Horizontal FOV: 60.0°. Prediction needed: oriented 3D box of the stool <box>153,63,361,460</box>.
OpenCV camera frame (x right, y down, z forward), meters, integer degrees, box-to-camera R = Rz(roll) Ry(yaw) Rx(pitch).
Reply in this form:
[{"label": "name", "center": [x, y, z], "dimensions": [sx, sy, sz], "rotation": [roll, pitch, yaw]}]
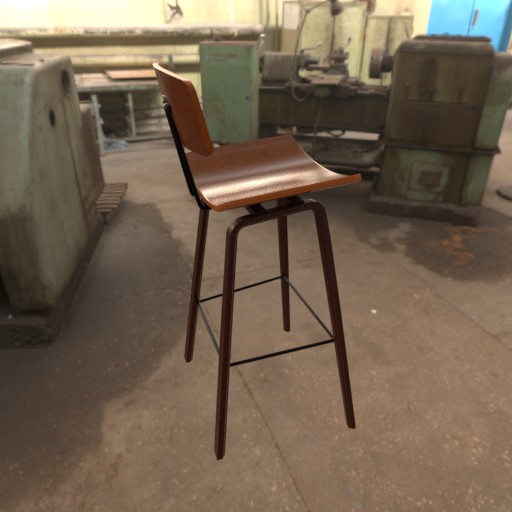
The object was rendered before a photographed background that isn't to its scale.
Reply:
[{"label": "stool", "center": [0.000, 0.000, 1.214], "dimensions": [0.440, 0.969, 0.509], "rotation": [-10, 30, -17]}]
